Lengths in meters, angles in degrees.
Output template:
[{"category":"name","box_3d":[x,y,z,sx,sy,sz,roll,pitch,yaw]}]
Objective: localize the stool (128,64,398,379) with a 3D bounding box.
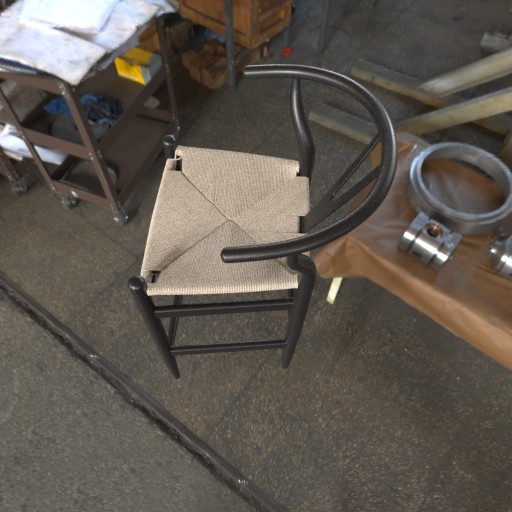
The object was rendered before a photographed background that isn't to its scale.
[{"category":"stool","box_3d":[0.000,0.000,1.320,0.579,0.970,0.569,3,58,2]}]
